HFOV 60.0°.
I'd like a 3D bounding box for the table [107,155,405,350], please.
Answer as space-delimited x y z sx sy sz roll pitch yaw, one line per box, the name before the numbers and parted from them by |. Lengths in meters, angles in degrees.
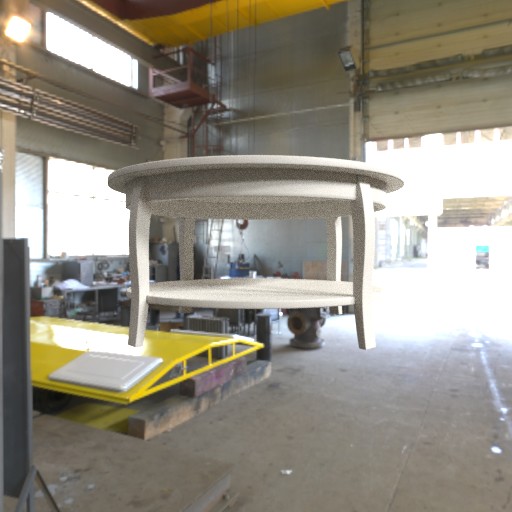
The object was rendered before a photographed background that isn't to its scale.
table | 0.000 0.000 1.432 0.910 0.457 0.910 0 1 0
